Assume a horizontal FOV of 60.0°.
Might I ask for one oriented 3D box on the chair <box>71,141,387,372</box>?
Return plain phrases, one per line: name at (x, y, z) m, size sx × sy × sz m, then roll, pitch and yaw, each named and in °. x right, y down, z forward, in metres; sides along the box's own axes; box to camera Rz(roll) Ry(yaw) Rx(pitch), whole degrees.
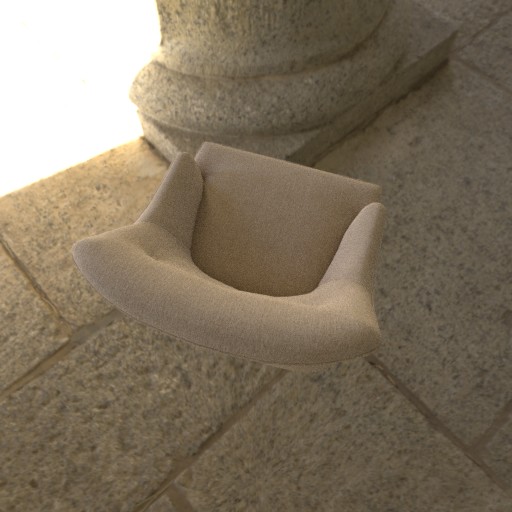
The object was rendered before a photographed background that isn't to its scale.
chair at (0.000, 0.000, 1.613) m, size 0.864 × 0.856 × 0.923 m, roll 16°, pitch 64°, yaw 8°
